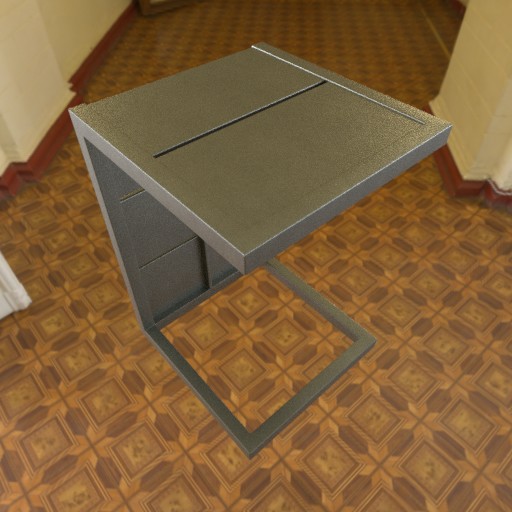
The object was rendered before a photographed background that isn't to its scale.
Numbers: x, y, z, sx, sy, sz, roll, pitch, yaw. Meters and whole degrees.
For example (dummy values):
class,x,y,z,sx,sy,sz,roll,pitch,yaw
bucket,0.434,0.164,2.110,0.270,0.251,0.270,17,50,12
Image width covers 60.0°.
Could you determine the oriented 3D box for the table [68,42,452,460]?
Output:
class,x,y,z,sx,sy,sz,roll,pitch,yaw
table,0.000,0.000,0.888,0.405,0.609,0.420,-33,54,-27
